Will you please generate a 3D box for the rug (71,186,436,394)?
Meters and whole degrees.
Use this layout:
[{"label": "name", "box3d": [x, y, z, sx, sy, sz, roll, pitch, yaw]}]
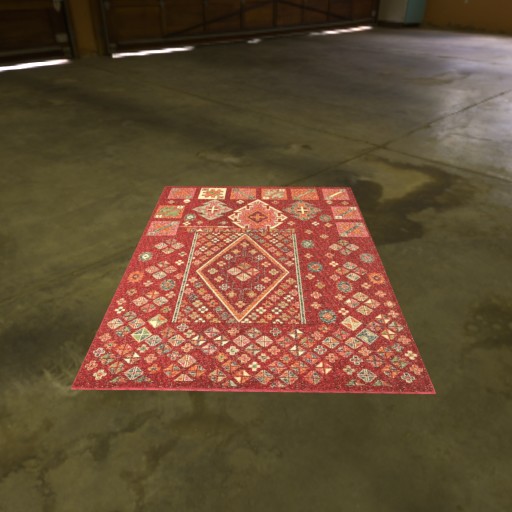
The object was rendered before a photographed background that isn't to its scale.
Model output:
[{"label": "rug", "box3d": [0.000, 0.000, 2.837, 1.579, 0.007, 2.184, 0, 32, 1]}]
